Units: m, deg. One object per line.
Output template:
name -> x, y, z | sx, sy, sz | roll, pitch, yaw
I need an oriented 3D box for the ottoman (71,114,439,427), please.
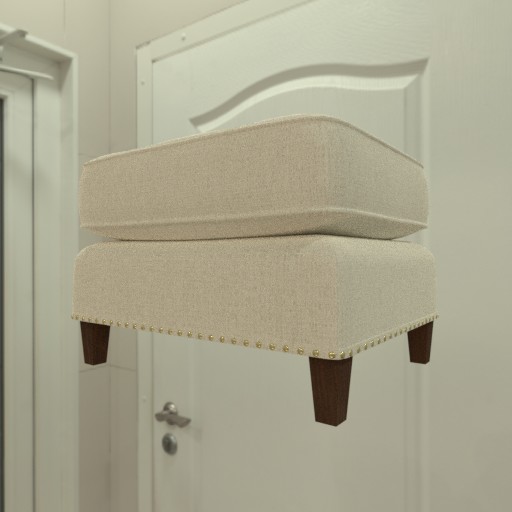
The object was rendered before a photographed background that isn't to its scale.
ottoman -> 0.000, 0.000, 1.108 | 0.738, 0.537, 0.589 | 0, 0, 36
